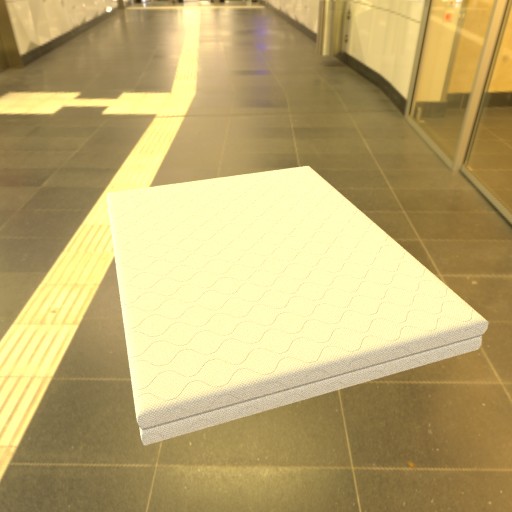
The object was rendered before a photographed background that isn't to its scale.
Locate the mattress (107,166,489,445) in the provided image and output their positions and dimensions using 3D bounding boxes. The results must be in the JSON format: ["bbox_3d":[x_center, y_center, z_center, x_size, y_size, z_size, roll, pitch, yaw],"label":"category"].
[{"bbox_3d":[0.000,0.000,2.661,1.600,0.200,2.000,-11,35,-16],"label":"mattress"}]
